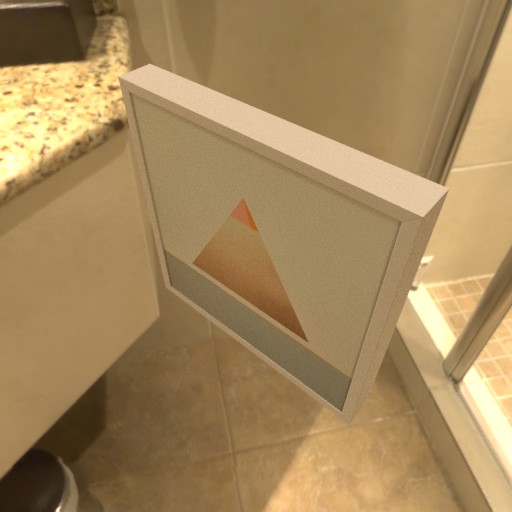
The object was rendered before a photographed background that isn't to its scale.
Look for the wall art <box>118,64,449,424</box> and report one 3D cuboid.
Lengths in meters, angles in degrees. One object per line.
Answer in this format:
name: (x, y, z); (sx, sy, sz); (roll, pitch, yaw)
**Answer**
wall art: (0.000, 0.000, 0.462); (0.305, 0.304, 0.038); (32, 54, 27)
